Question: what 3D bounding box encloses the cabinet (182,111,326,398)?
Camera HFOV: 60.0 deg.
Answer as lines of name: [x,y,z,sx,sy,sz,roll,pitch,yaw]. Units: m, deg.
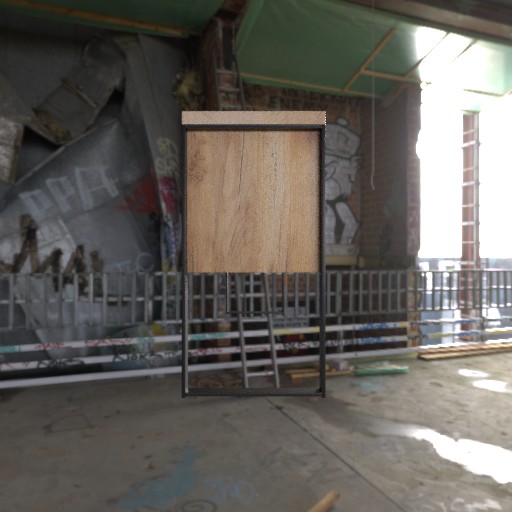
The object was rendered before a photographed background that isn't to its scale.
cabinet: [0.000,0.000,2.077,0.395,0.762,1.800,0,0,0]
